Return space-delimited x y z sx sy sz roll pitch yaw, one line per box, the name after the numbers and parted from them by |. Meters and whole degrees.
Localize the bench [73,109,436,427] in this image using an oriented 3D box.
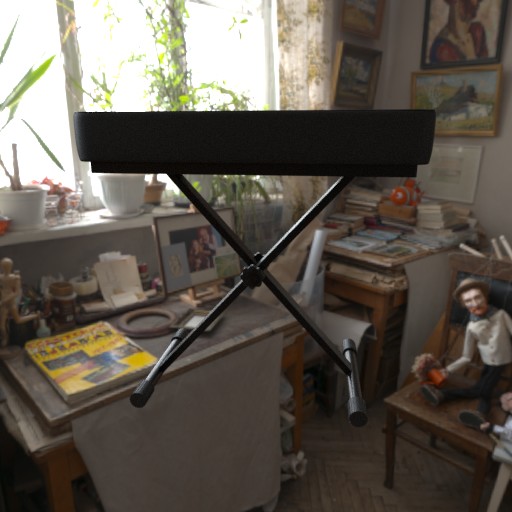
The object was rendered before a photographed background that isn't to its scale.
0.000 0.000 0.920 0.600 0.561 0.300 2 16 8 | bench
